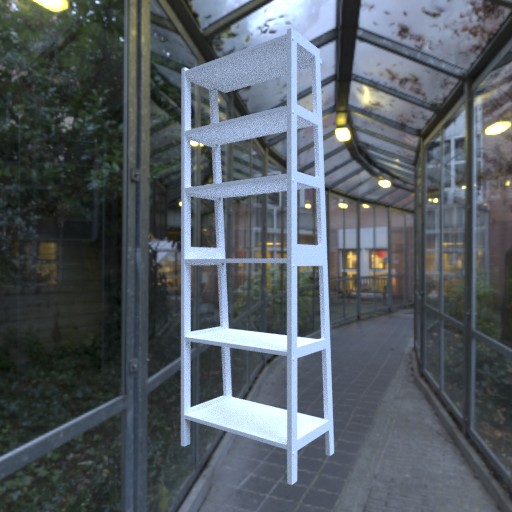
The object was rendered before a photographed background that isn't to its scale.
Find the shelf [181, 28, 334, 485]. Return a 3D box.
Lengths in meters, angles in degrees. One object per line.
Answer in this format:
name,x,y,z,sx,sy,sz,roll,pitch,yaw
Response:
shelf,0.000,0.000,2.181,0.660,1.892,0.381,0,-1,37
